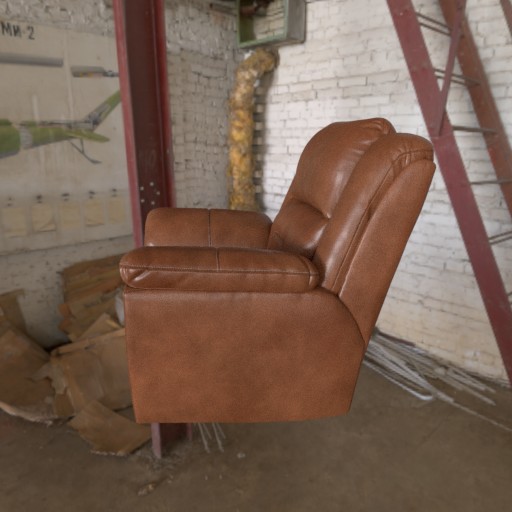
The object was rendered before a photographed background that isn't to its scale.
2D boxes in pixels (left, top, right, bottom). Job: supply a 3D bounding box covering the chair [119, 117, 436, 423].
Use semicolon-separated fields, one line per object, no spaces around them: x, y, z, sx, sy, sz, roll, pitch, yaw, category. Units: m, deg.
0.000;0.000;1.854;1.041;1.093;0.990;-2;15;-7;chair
